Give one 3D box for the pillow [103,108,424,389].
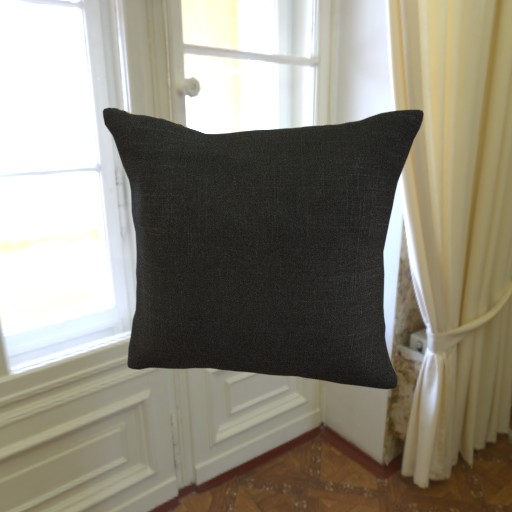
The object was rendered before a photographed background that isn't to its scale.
[{"bbox_3d":[0.000,0.000,0.698,0.468,0.444,0.138,3,17,8],"label":"pillow"}]
